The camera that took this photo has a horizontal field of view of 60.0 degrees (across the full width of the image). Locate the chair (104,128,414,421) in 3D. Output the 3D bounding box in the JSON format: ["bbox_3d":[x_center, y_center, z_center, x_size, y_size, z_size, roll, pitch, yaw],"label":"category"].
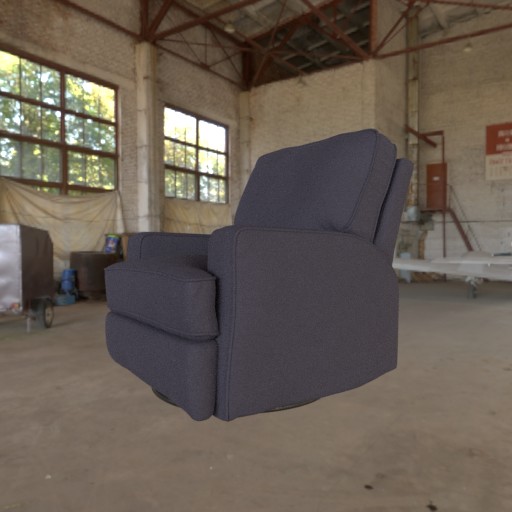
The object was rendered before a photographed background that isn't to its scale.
[{"bbox_3d":[0.000,0.000,1.718,0.964,0.962,0.861,-1,1,-35],"label":"chair"}]
